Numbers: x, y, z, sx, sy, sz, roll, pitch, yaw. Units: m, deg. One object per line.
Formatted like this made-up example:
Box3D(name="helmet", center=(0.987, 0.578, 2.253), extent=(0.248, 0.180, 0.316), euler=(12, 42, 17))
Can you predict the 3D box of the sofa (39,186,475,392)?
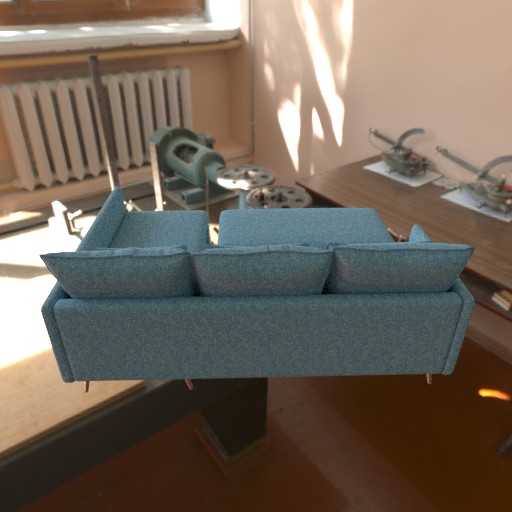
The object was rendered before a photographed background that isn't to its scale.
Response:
Box3D(name="sofa", center=(0.000, 0.000, 2.739), extent=(2.034, 0.899, 1.420), euler=(-1, 32, -1))
